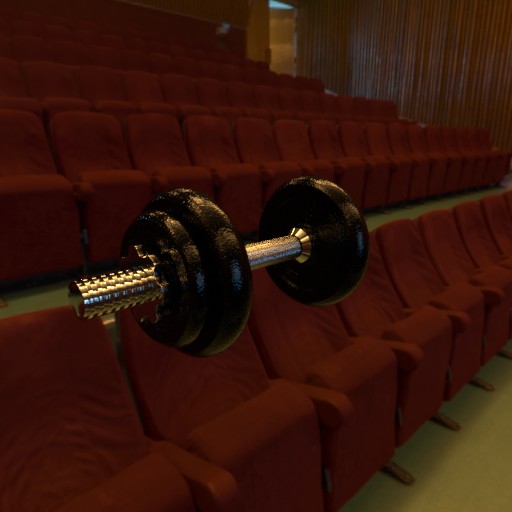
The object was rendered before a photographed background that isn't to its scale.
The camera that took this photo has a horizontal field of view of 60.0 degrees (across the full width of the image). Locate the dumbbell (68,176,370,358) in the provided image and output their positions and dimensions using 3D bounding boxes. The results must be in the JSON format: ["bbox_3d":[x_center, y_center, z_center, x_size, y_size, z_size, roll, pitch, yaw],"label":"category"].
[{"bbox_3d":[0.000,0.000,0.603,0.202,0.202,0.497,14,20,43],"label":"dumbbell"}]
